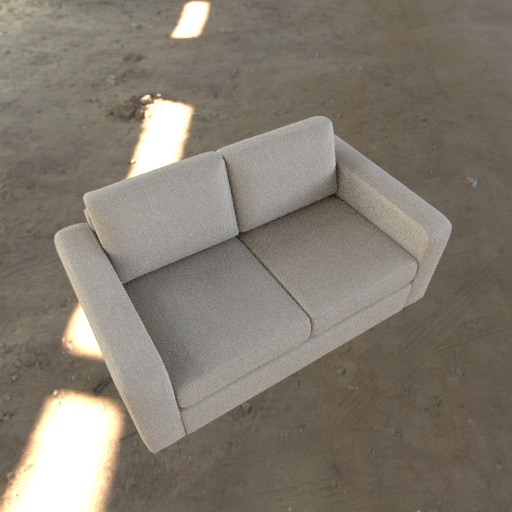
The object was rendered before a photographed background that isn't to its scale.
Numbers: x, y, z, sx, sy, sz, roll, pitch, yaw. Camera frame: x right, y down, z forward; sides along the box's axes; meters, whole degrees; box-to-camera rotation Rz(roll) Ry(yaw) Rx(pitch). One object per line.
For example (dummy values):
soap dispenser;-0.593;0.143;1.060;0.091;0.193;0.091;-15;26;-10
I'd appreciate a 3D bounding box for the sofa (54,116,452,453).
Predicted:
sofa;0.000;0.000;2.051;1.540;0.800;0.900;-24;52;-21
